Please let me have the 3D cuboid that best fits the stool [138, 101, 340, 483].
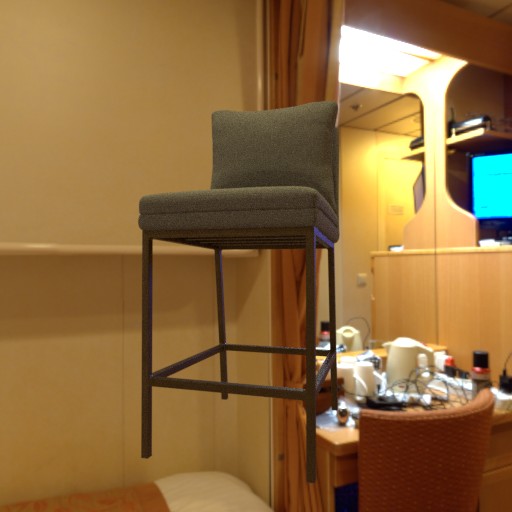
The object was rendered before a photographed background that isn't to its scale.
[{"bbox_3d":[0.000,0.000,1.324,0.463,1.031,0.569,0,-1,17],"label":"stool"}]
